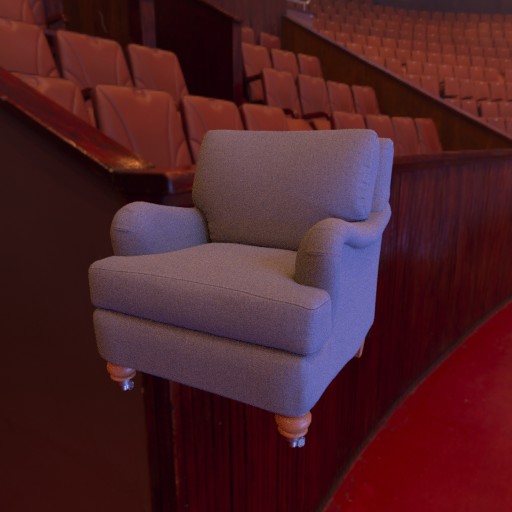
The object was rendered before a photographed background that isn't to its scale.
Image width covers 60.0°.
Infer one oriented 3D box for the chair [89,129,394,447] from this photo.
[{"bbox_3d":[0.000,0.000,1.879,0.955,1.038,1.070,8,17,26],"label":"chair"}]
